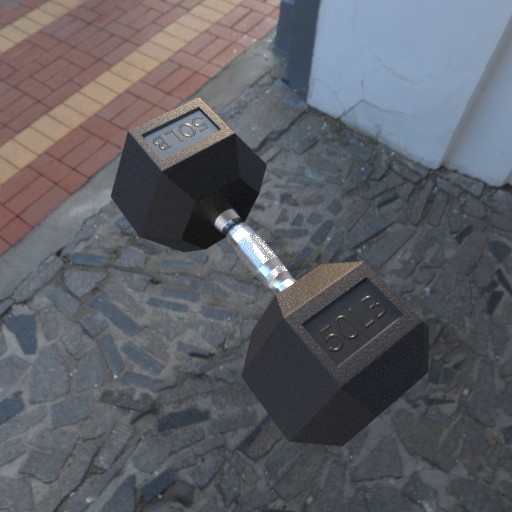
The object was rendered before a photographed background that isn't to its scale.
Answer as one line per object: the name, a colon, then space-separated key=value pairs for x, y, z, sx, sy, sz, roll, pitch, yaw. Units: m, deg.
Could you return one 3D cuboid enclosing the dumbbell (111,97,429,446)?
dumbbell: x=0.000 y=0.000 z=0.465 sx=0.173 sy=0.150 sz=0.384 roll=-33 pitch=64 yaw=-18
